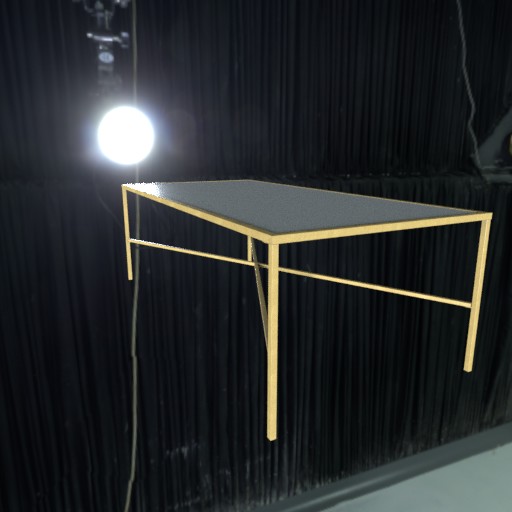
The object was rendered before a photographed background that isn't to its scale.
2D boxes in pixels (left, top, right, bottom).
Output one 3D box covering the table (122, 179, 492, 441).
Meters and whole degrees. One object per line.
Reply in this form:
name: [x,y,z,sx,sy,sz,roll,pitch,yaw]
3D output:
table: [0.000,0.000,1.444,0.580,0.398,1.206,-7,16,-27]
